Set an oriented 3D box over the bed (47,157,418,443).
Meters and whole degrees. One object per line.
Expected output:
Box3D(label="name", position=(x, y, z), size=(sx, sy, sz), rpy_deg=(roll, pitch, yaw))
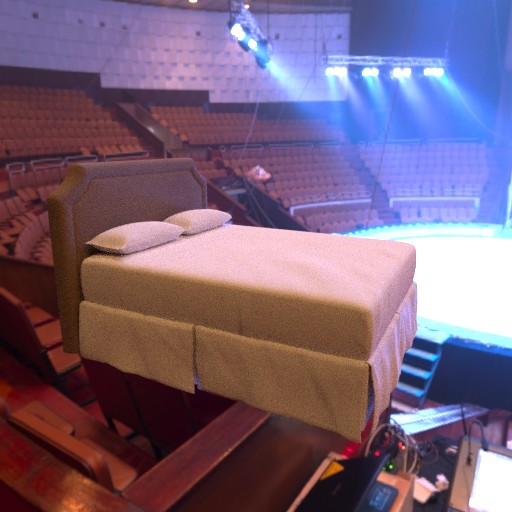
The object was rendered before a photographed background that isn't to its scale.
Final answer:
Box3D(label="bed", position=(0.000, 0.000, 3.132), size=(2.116, 1.290, 1.693), rpy_deg=(7, 16, 26))
